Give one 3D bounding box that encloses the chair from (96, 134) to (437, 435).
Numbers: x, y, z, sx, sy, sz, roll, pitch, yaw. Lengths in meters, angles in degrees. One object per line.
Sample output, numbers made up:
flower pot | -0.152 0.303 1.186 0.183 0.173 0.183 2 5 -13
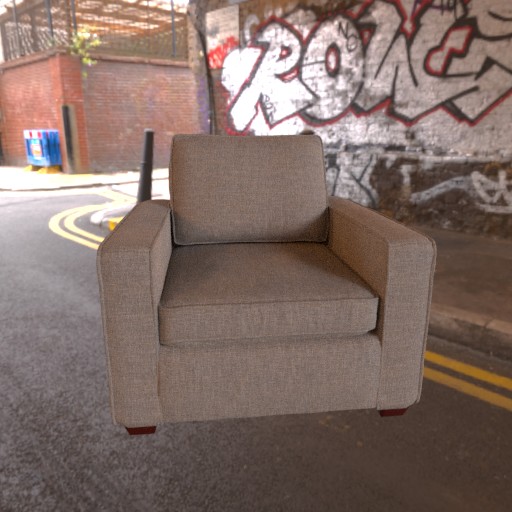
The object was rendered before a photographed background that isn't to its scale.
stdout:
chair | 0.000 0.000 1.726 1.016 0.914 0.940 -2 16 -6
